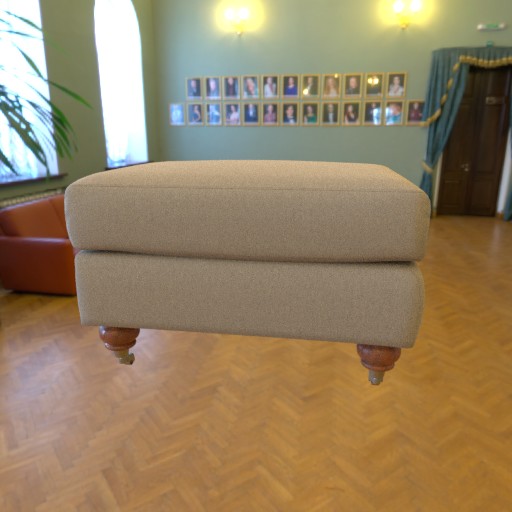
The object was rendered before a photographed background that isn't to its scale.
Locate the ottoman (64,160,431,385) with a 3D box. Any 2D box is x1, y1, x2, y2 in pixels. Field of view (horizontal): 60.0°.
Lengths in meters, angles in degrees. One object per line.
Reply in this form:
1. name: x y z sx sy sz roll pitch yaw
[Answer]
1. ottoman: 0.000 0.000 1.187 0.773 0.497 0.574 2 16 9
